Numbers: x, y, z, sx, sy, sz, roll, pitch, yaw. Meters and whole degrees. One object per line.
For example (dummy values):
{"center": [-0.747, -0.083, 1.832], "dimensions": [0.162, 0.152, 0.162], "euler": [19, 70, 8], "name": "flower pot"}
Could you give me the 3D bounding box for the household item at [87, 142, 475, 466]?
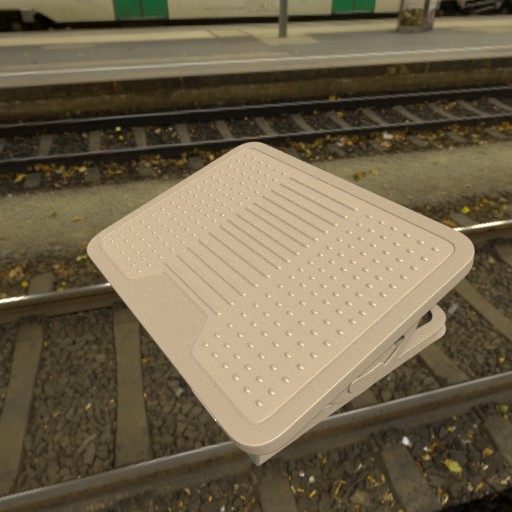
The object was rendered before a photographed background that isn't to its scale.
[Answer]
{"center": [0.000, 0.000, 0.527], "dimensions": [0.301, 0.126, 0.390], "euler": [-22, 40, -30], "name": "household item"}
